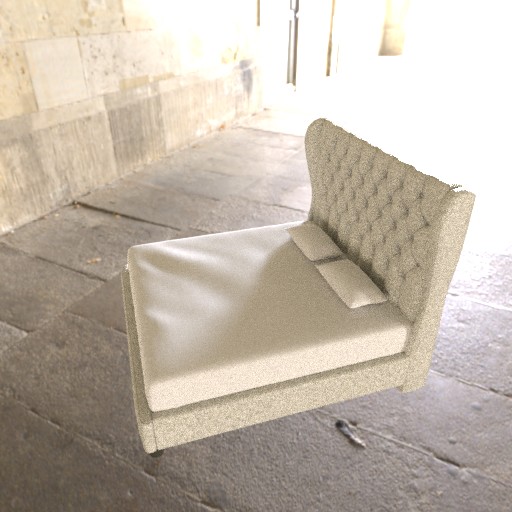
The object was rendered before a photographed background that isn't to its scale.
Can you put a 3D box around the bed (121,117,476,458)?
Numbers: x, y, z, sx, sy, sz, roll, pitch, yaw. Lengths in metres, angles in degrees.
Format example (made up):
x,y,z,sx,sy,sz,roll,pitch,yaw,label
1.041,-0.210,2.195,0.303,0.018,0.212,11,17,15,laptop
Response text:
x,y,z,sx,sy,sz,roll,pitch,yaw,label
0.000,0.000,3.870,2.347,1.771,2.219,-9,32,-15,bed
